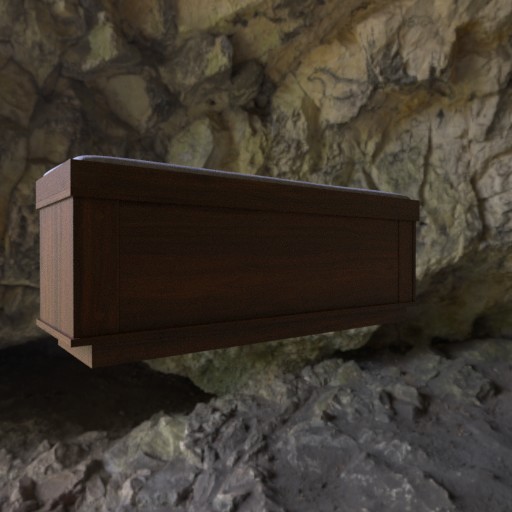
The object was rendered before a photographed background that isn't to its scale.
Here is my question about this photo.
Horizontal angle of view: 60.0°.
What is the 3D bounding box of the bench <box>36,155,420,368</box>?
[{"bbox_3d":[0.000,0.000,1.391,1.196,0.468,0.367,0,1,-36],"label":"bench"}]
